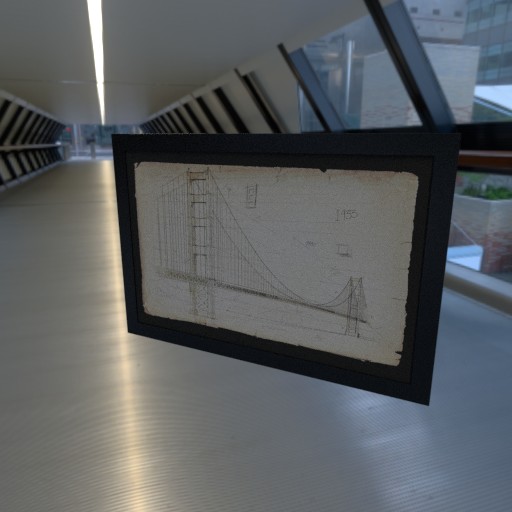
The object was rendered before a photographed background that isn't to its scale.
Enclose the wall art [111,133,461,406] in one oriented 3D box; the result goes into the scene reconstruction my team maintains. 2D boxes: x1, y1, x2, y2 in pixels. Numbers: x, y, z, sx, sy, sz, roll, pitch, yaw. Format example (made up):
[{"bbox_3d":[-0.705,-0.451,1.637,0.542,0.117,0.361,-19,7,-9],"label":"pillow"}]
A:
[{"bbox_3d":[0.000,0.000,0.839,0.660,0.447,0.013,7,17,25],"label":"wall art"}]
